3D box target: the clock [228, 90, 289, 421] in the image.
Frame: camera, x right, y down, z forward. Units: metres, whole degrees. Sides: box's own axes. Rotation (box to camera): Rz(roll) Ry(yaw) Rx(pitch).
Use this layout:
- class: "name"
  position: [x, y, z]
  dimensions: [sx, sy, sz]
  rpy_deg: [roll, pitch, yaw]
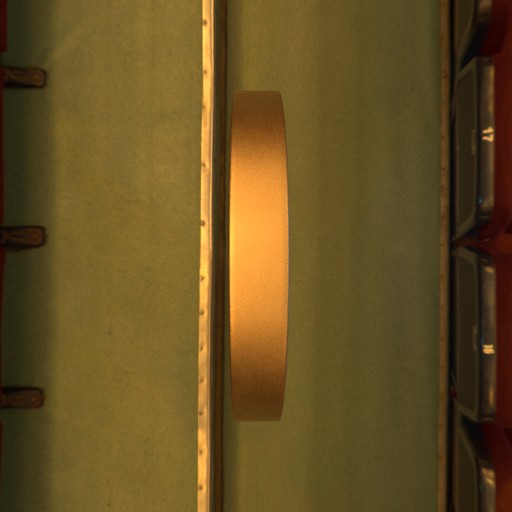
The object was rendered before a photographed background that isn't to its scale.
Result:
- class: "clock"
  position: [0.000, 0.000, 0.448]
  dimensions: [0.040, 0.314, 0.314]
  rpy_deg: [0, 89, -1]
